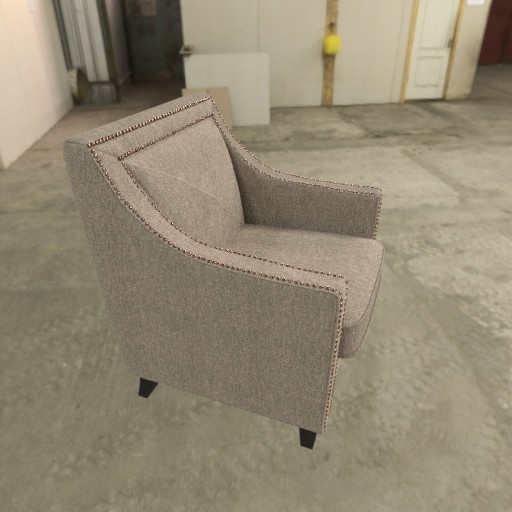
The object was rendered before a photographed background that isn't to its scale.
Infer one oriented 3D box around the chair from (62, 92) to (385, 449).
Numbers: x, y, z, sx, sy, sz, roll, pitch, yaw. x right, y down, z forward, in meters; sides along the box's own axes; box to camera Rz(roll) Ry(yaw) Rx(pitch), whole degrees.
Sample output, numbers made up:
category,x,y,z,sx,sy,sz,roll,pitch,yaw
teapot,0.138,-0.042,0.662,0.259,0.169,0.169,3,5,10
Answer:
category,x,y,z,sx,sy,sz,roll,pitch,yaw
chair,0.000,0.000,1.614,0.884,0.967,0.776,11,32,18
